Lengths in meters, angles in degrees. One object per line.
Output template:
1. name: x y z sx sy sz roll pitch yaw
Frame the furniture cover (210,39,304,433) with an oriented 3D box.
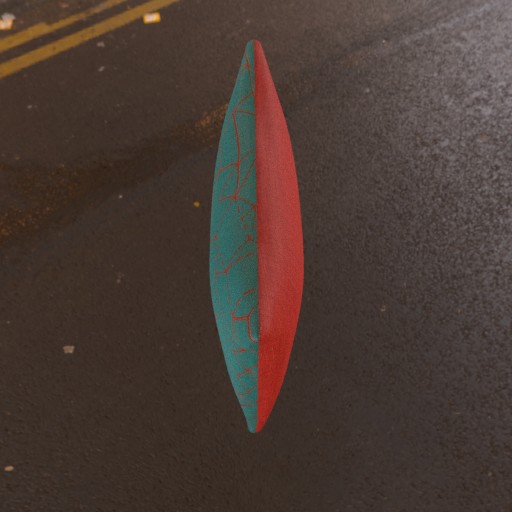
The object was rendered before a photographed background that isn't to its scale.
1. furniture cover: 0.000 0.000 0.796 0.158 0.508 0.517 -1 58 0
